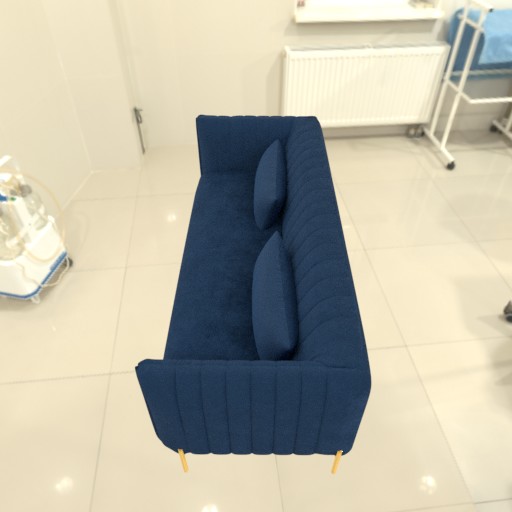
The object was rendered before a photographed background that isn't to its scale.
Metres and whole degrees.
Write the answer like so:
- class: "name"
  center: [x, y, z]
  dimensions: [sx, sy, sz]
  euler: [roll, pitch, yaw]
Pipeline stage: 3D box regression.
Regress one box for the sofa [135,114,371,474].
- class: "sofa"
  center: [0.000, 0.000, 2.562]
  dimensions: [0.896, 0.793, 2.136]
  euler: [0, 43, 0]
